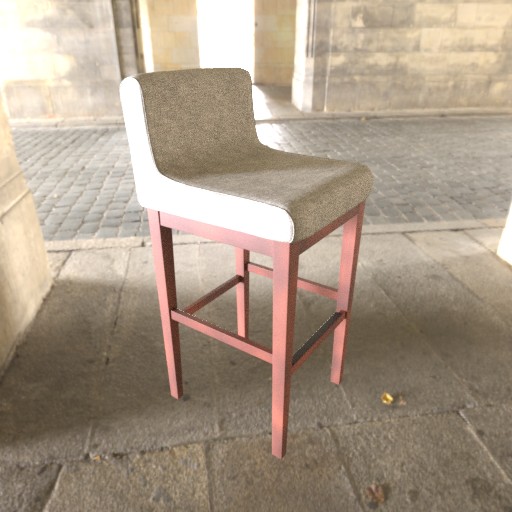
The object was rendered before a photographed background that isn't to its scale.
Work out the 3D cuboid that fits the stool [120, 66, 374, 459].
[{"bbox_3d":[0.000,0.000,1.253,0.499,0.965,0.426,17,31,31],"label":"stool"}]
